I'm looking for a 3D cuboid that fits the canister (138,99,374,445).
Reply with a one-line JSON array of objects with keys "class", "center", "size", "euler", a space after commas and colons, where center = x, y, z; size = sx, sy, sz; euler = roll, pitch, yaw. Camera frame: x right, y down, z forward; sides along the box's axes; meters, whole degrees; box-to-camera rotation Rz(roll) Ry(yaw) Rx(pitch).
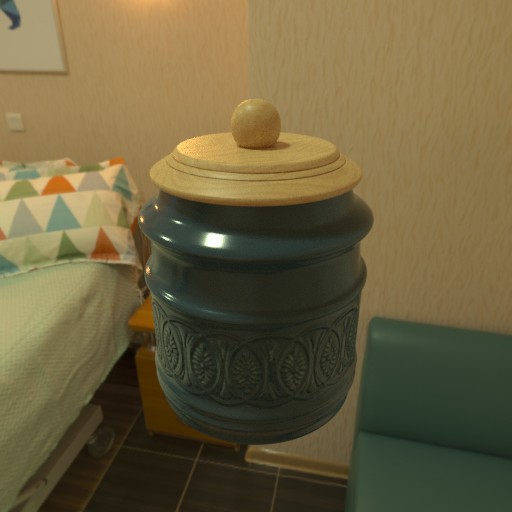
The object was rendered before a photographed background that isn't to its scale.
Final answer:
[{"class": "canister", "center": [0.000, 0.000, 0.263], "size": [0.130, 0.176, 0.130], "euler": [0, 25, 0]}]
